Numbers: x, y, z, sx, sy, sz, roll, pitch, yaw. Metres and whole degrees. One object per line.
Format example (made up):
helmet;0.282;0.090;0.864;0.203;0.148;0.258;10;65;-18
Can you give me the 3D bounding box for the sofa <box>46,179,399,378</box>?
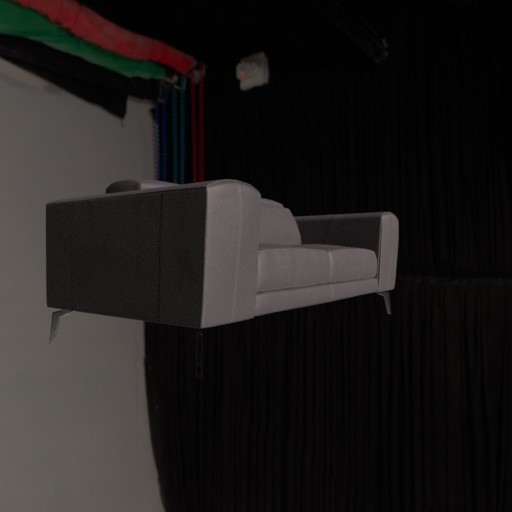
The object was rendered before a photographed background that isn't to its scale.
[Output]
sofa;0.000;0.000;2.449;1.003;0.779;1.895;0;1;36
